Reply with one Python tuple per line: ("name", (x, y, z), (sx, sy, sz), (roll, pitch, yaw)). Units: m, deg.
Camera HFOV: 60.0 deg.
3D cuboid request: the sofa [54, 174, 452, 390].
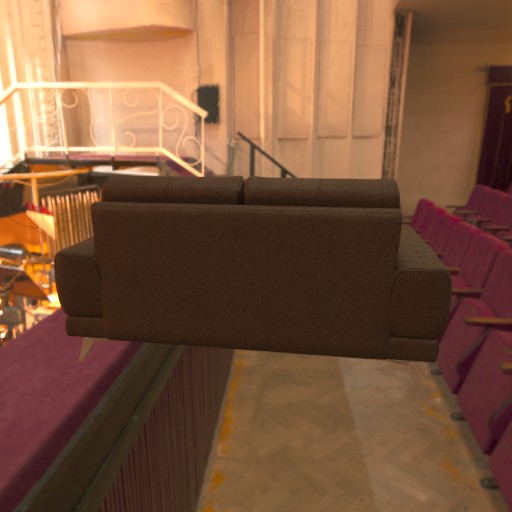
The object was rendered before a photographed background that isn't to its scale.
("sofa", (0.000, 0.000, 2.408), (1.806, 0.907, 1.018), (2, 15, 9))
